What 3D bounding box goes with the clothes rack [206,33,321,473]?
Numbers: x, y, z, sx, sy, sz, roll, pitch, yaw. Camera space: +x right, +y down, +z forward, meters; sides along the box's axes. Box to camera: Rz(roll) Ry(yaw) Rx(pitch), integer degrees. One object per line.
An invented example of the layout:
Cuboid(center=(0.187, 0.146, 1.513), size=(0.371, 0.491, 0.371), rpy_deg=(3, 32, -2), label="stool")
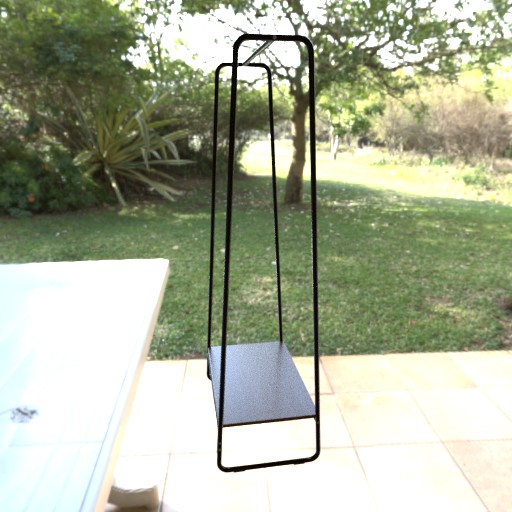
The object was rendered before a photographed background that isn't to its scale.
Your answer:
Cuboid(center=(0.000, 0.000, 1.768), size=(0.400, 1.500, 0.640), rpy_deg=(-3, 17, -9), label="clothes rack")
